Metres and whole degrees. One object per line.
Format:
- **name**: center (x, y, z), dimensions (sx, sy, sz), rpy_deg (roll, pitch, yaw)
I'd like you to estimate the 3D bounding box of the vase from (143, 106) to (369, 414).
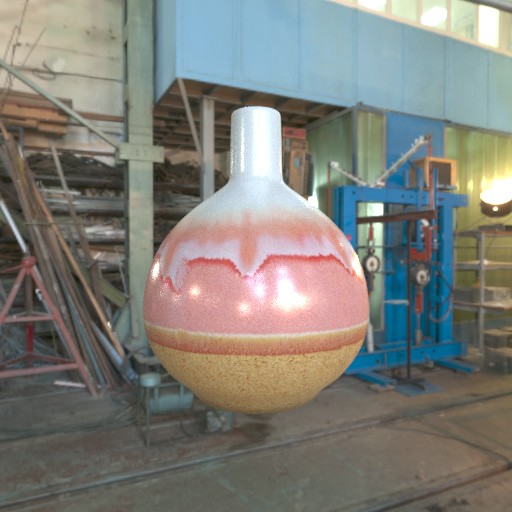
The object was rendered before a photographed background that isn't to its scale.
- **vase**: center (0.000, 0.000, 0.276), dimensions (0.137, 0.176, 0.137), rpy_deg (0, 1, 0)
